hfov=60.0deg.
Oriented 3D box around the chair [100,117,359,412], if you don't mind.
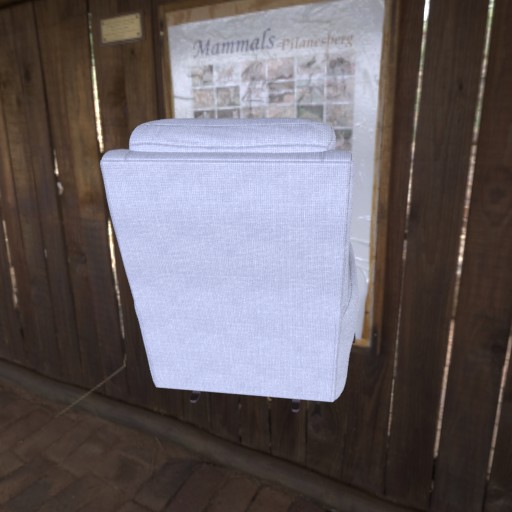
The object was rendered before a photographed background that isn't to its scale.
[{"bbox_3d":[0.000,0.000,1.775,0.829,1.030,1.080,2,16,8],"label":"chair"}]
